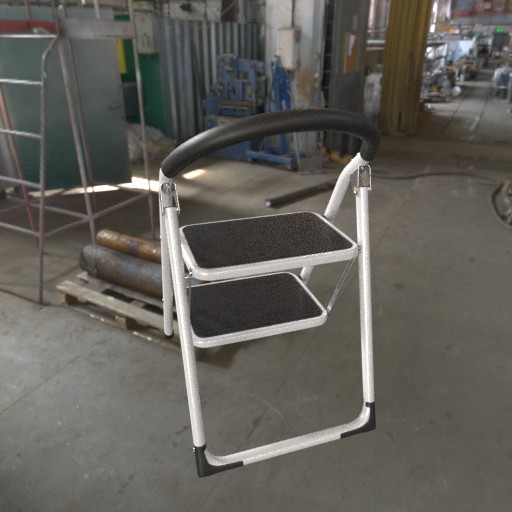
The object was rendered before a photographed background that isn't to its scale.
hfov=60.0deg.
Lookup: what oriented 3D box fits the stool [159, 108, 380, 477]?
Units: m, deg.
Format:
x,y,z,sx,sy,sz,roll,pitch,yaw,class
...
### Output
x,y,z,sx,sy,sz,roll,pitch,yaw,class
0.000,0.000,1.091,0.453,0.760,0.559,-8,27,-16,stool
